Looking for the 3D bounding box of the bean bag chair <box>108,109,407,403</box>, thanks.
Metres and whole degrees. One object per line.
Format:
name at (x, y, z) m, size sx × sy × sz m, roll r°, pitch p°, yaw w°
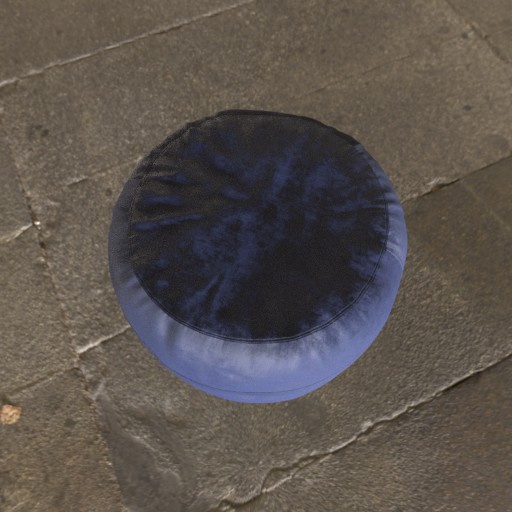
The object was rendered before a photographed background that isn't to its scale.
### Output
bean bag chair at (0.000, 0.000, 1.966) m, size 1.219 × 0.762 × 1.219 m, roll 0°, pitch 64°, yaw 0°
